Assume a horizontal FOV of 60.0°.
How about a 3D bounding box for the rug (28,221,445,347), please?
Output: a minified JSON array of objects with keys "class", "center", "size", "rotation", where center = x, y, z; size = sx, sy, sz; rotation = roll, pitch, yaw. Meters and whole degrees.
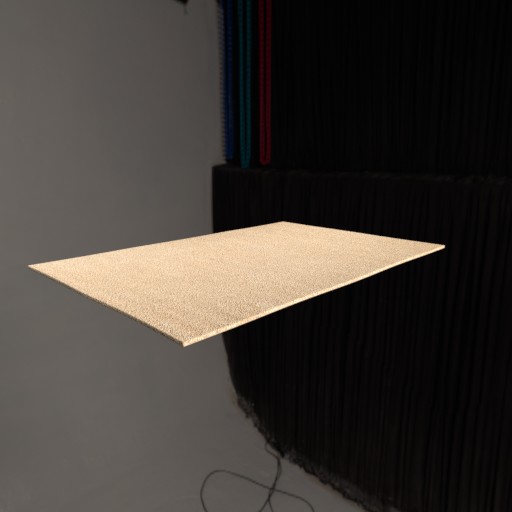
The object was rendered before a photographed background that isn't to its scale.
[{"class":"rug","center":[0.000,0.000,3.405],"size":[1.800,0.025,2.699],"rotation":[13,19,43]}]
